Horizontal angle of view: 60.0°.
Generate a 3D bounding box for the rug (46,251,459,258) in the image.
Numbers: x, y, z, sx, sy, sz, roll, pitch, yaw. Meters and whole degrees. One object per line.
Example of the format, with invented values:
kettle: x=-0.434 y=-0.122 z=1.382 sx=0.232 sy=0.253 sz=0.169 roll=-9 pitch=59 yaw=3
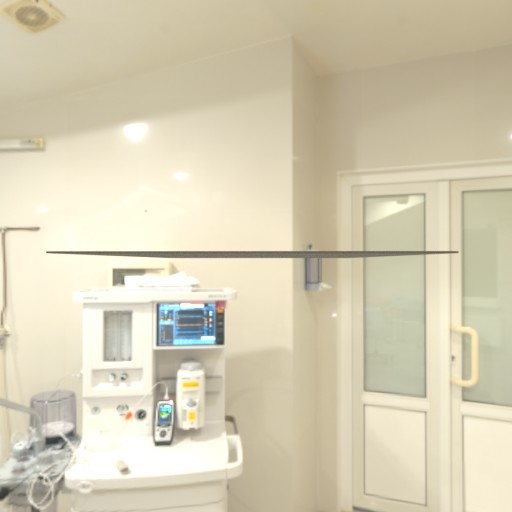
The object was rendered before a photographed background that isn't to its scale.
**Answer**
rug: x=0.000 y=0.000 z=2.827 sx=1.600 sy=0.008 sz=2.235 roll=0 pitch=-1 yaw=1
